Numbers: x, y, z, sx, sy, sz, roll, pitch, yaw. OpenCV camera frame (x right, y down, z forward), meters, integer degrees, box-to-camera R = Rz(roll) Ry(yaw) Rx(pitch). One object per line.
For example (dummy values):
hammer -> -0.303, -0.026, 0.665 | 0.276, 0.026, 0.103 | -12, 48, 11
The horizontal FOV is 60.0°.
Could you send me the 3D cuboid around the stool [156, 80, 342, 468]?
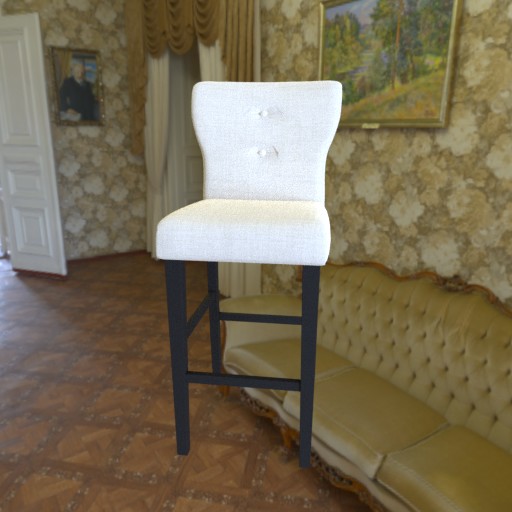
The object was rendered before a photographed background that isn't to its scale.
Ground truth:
stool -> 0.000, 0.000, 1.439 | 0.516, 1.124, 0.603 | 2, 15, 8
